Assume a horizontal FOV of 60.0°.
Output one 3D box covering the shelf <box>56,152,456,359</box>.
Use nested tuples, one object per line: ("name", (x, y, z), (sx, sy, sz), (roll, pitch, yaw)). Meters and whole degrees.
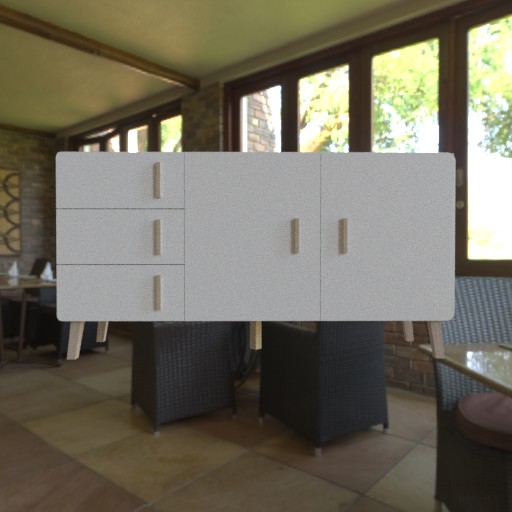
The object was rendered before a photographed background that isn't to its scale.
("shelf", (0.000, 0.000, 1.842), (1.490, 0.780, 0.400), (0, 1, -1))
